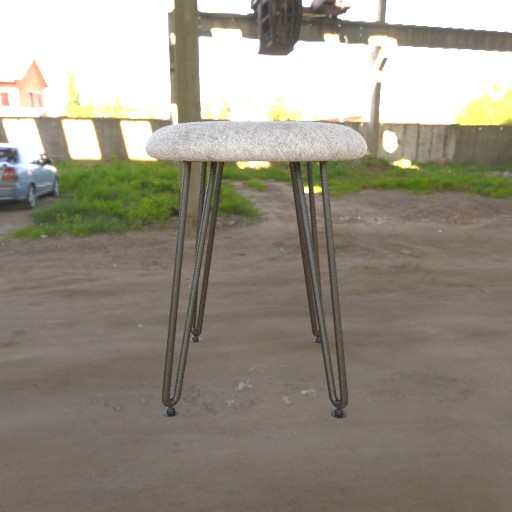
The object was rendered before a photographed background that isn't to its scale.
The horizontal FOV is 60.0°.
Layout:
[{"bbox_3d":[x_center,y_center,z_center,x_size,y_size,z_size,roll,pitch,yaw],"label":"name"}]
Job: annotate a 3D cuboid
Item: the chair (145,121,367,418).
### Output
[{"bbox_3d":[0.000,0.000,0.671,0.350,0.386,0.350,-14,20,-42],"label":"chair"}]
